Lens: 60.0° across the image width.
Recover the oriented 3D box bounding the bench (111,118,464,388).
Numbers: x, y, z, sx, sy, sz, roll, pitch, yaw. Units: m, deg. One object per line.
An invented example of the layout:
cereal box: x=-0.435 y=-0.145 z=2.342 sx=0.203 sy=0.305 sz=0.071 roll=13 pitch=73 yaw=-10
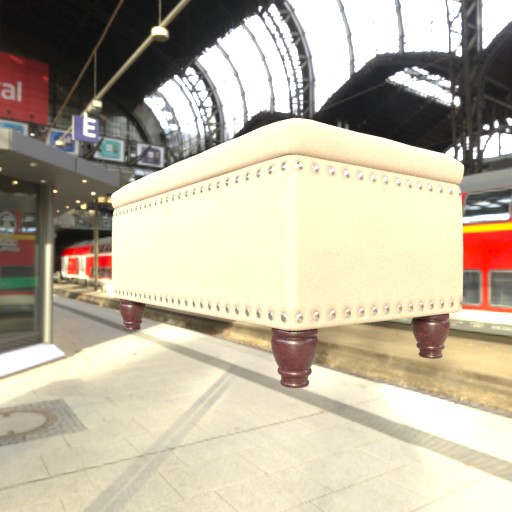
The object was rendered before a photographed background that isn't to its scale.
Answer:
bench: x=0.000 y=0.000 z=1.180 sx=0.500 sy=0.449 sz=0.887 roll=1 pitch=-1 yaw=-35
